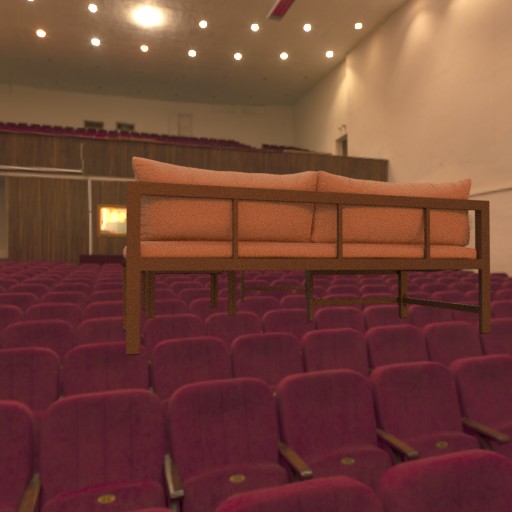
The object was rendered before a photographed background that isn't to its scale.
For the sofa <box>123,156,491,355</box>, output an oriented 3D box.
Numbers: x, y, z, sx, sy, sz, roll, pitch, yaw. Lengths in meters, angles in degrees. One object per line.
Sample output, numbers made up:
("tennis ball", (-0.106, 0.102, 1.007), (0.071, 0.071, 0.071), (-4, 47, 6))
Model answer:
("sofa", (0.000, 0.000, 2.846), (1.658, 0.758, 2.096), (0, -1, -18))
